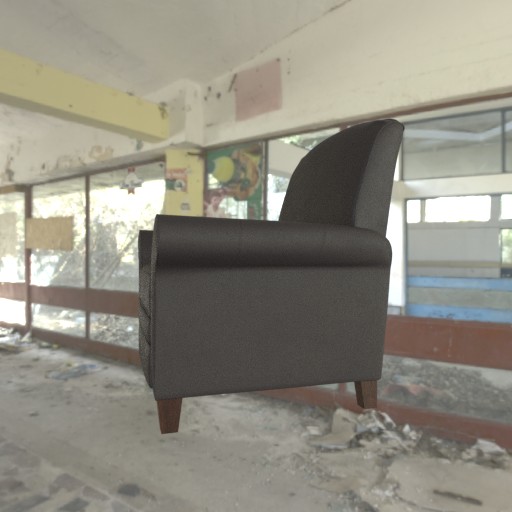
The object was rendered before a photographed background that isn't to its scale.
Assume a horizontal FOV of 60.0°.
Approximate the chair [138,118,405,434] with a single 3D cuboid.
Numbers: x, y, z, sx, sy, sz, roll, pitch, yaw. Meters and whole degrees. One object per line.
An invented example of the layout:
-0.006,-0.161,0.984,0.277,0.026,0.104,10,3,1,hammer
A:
0.000,0.000,1.785,0.902,1.061,0.978,0,0,-18,chair
